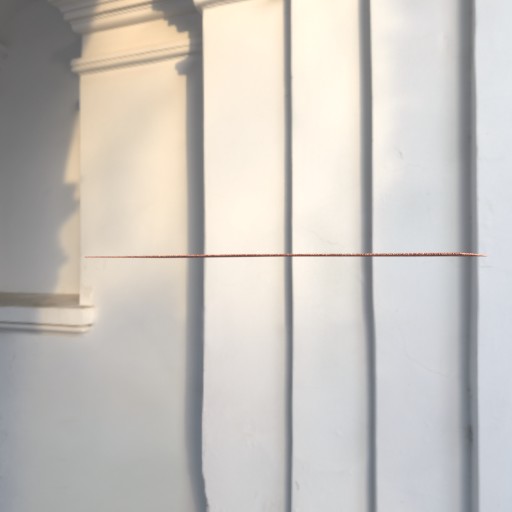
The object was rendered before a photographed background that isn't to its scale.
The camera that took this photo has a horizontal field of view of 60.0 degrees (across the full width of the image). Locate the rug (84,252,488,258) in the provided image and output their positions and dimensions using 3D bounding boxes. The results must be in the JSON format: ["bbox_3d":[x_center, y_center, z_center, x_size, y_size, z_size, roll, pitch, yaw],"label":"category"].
[{"bbox_3d":[0.000,0.000,2.592,2.353,0.013,0.718,0,-1,36],"label":"rug"}]
